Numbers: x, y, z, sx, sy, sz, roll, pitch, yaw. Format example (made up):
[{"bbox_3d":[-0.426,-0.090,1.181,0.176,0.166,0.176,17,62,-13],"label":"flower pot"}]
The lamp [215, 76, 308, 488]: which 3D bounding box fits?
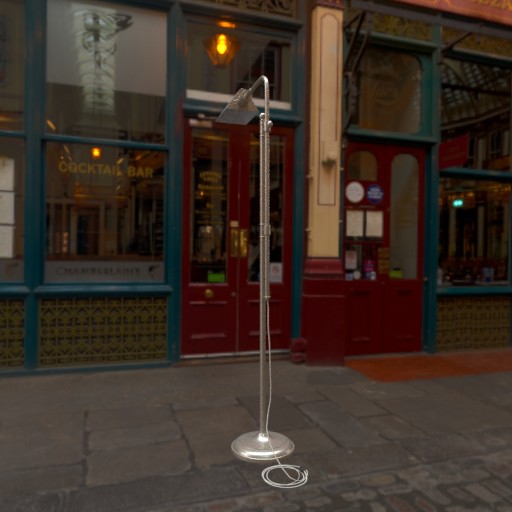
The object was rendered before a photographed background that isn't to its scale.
[{"bbox_3d":[0.000,0.000,1.889,0.256,1.571,0.813,0,0,-19],"label":"lamp"}]
